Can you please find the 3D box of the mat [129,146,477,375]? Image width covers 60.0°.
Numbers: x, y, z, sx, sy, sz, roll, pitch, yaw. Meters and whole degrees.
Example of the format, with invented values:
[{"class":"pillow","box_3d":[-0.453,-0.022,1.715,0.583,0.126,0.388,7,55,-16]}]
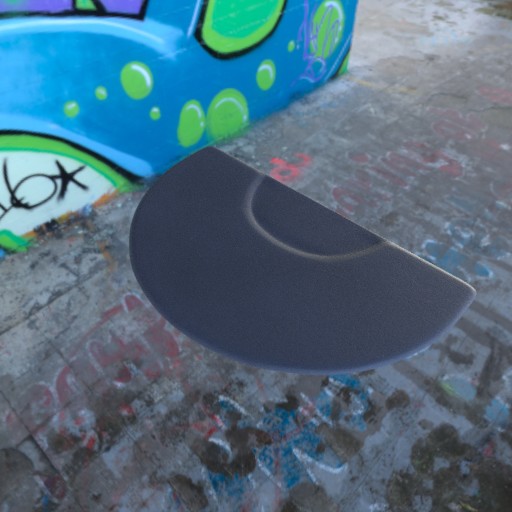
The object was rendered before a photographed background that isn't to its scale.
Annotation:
[{"class":"mat","box_3d":[0.000,0.000,1.839,1.525,0.016,0.917,34,55,28]}]
